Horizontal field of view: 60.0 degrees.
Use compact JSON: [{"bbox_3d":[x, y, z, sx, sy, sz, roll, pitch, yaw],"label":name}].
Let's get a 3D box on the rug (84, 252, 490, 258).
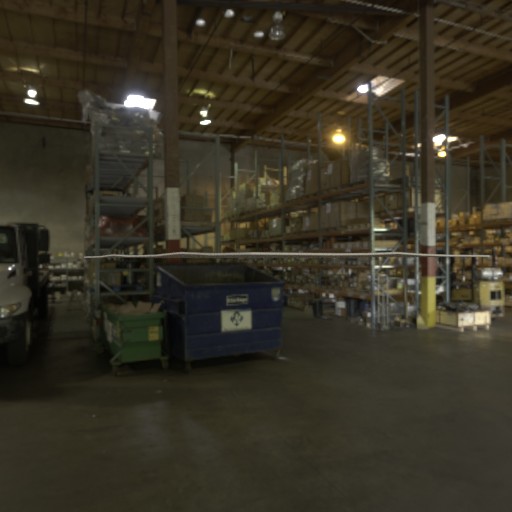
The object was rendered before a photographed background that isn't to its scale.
[{"bbox_3d":[0.000,0.000,4.361,2.428,0.027,3.333,0,-1,-35],"label":"rug"}]
